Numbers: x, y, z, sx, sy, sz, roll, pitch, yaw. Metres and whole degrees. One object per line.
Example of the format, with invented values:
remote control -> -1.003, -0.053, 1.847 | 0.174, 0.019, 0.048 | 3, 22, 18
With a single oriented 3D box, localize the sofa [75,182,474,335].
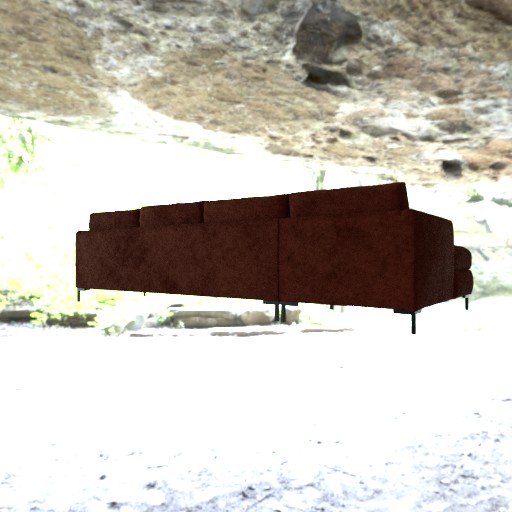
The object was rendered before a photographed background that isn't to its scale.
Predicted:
sofa -> 0.000, 0.000, 2.954 | 2.467, 0.663, 1.136 | 0, 0, 36
